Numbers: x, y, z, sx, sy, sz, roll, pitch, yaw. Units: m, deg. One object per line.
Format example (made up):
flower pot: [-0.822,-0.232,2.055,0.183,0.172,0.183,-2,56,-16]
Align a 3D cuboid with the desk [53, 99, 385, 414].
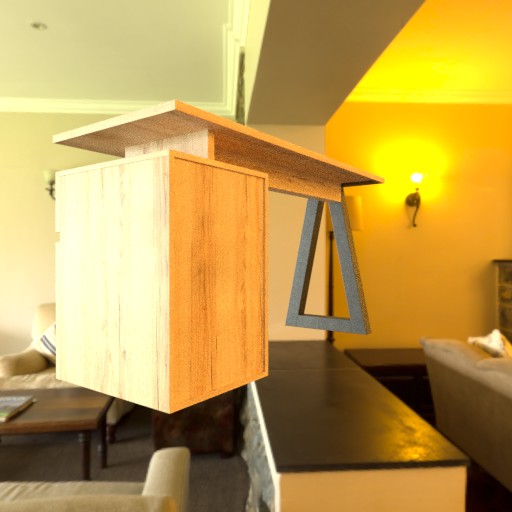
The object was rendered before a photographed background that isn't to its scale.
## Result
desk: [0.000,0.000,1.791,0.550,0.760,1.400,0,0,36]
